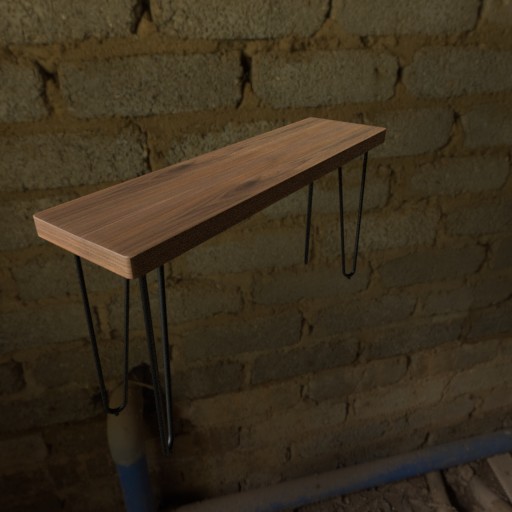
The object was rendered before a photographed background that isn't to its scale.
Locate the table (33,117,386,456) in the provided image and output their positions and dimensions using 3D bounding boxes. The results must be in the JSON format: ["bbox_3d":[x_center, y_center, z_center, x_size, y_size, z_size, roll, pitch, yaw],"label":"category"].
[{"bbox_3d":[0.000,0.000,1.885,0.425,0.834,1.570,20,35,31],"label":"table"}]
